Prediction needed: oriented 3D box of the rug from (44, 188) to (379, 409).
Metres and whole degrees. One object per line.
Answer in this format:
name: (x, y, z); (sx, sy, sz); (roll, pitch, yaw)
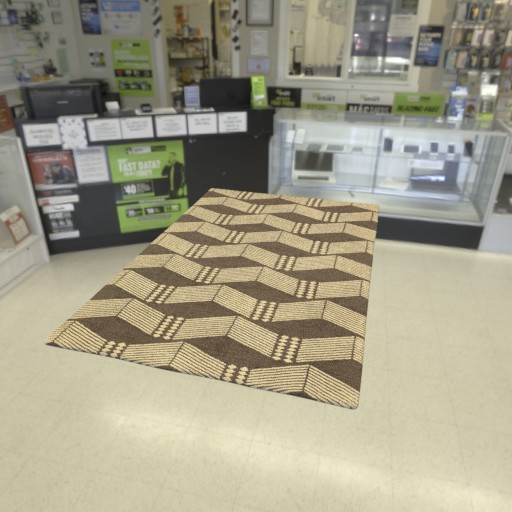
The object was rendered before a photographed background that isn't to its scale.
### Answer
rug: (0.000, 0.000, 2.356); (1.210, 0.016, 1.833); (8, 29, 14)
